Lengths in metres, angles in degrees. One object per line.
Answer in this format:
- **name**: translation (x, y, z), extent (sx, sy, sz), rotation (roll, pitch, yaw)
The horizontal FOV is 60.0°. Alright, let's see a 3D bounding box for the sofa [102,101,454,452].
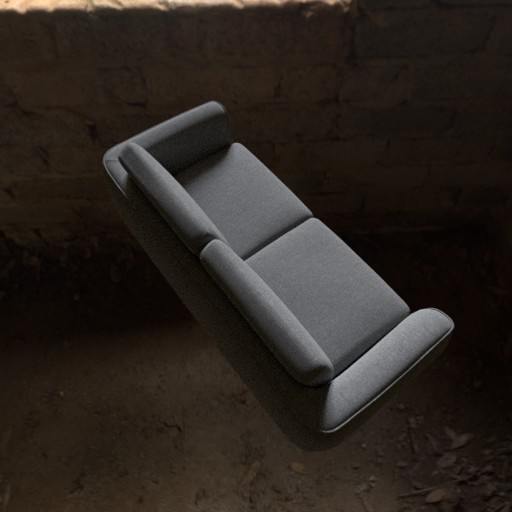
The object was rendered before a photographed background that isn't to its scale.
- **sofa**: translation (0.000, 0.000, 2.464), extent (0.920, 0.870, 2.000), rotation (-33, 64, -18)
